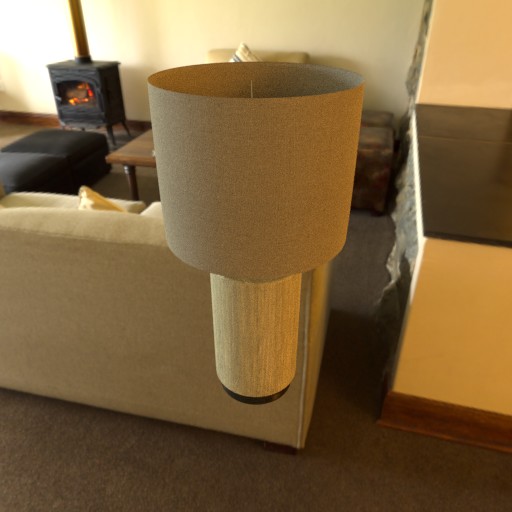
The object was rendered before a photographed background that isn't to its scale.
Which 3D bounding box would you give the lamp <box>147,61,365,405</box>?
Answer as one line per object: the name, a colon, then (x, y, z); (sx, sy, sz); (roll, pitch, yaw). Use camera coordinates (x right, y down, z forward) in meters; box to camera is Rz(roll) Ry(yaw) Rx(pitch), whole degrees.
lamp: (0.000, 0.000, 0.584); (0.228, 0.444, 0.228); (-19, 36, -28)
